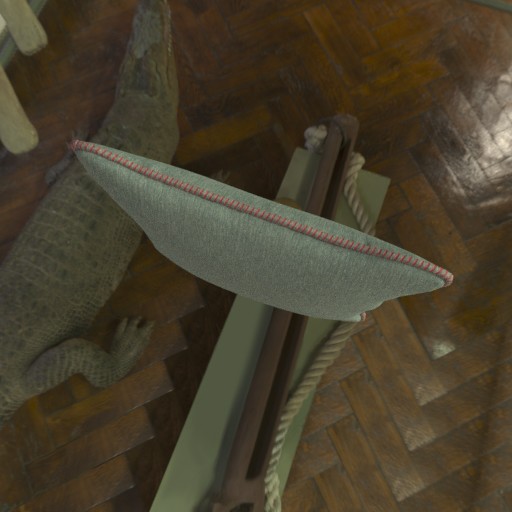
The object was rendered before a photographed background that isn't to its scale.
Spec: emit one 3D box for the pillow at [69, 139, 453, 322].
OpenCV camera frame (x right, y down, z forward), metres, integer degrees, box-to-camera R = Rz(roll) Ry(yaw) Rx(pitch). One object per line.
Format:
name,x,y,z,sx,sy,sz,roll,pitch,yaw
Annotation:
pillow,0.000,0.000,0.739,0.482,0.491,0.124,20,77,5
